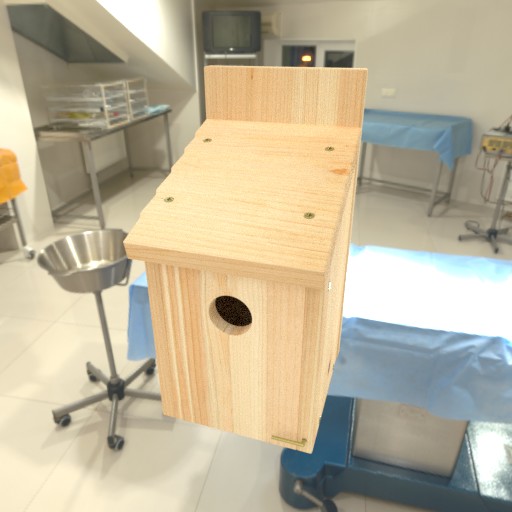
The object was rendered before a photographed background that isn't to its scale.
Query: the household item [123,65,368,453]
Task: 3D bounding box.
[{"bbox_3d":[0.000,0.000,0.393,0.149,0.300,0.171,8,27,16],"label":"household item"}]
